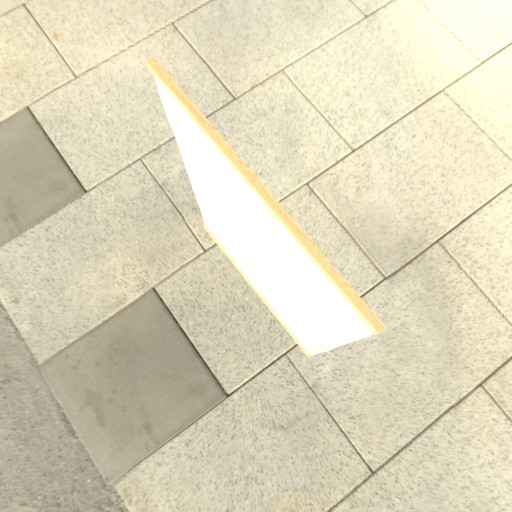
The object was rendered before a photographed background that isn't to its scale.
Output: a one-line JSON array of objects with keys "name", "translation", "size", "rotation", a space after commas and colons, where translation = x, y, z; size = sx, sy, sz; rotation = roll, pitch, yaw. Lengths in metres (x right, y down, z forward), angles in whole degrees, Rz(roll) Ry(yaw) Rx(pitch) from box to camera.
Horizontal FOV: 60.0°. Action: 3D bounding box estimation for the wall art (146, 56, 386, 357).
[{"name": "wall art", "translation": [0.000, 0.000, 1.936], "size": [0.025, 1.521, 1.011], "rotation": [-37, 78, -9]}]
